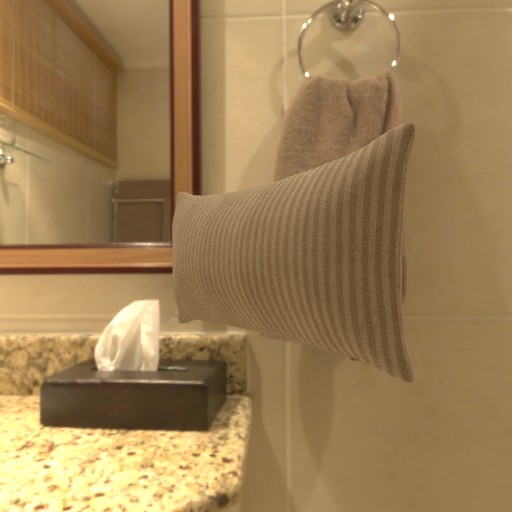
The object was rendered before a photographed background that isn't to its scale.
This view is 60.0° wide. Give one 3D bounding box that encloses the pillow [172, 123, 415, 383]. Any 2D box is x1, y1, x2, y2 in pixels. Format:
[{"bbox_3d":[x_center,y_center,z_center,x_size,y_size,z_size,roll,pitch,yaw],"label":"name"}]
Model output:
[{"bbox_3d":[0.000,0.000,0.746,0.151,0.295,0.617,0,-1,-35],"label":"pillow"}]
